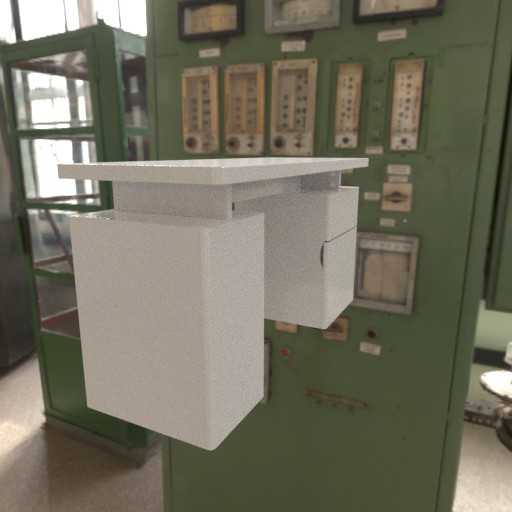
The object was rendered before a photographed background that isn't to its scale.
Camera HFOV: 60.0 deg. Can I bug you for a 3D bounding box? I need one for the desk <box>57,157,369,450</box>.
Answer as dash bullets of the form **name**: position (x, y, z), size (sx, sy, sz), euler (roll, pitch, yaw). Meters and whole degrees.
- **desk**: position (0.000, 0.000, 1.803), size (0.550, 0.762, 1.400), euler (7, 15, 26)
